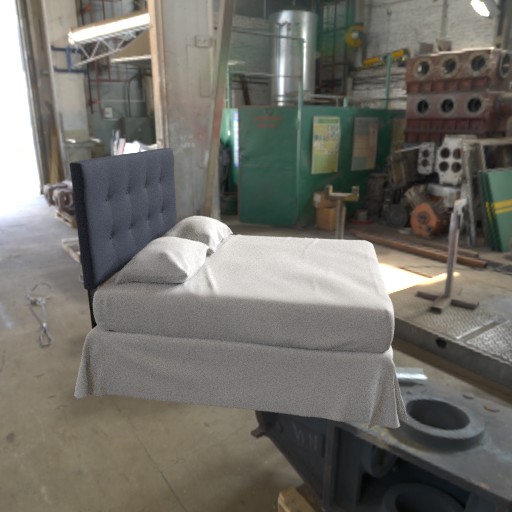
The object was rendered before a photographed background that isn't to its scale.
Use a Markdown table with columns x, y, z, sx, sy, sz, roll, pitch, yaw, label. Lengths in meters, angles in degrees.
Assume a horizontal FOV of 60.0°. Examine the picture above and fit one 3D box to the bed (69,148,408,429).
| x | y | z | sx | sy | sz | roll | pitch | yaw | label |
| --- | --- | --- | --- | --- | --- | --- | --- | --- | --- |
| 0.000 | 0.000 | 3.528 | 2.222 | 1.577 | 1.936 | 3 | 17 | 9 | bed |
